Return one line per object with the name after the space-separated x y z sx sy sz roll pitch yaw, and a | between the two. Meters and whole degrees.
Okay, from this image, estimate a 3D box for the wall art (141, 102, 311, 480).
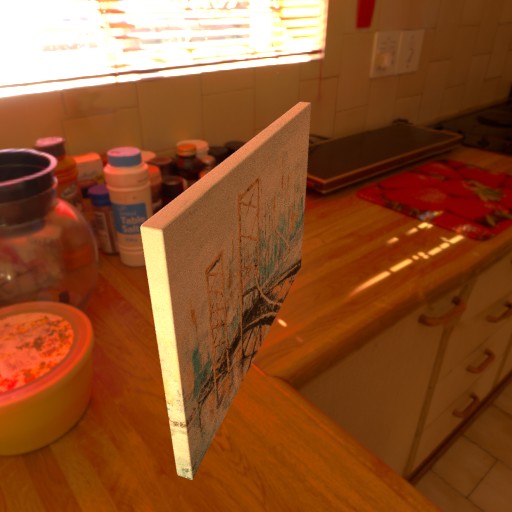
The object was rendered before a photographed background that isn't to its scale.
0.000 0.000 1.173 0.038 0.609 0.913 10 32 17 | wall art
